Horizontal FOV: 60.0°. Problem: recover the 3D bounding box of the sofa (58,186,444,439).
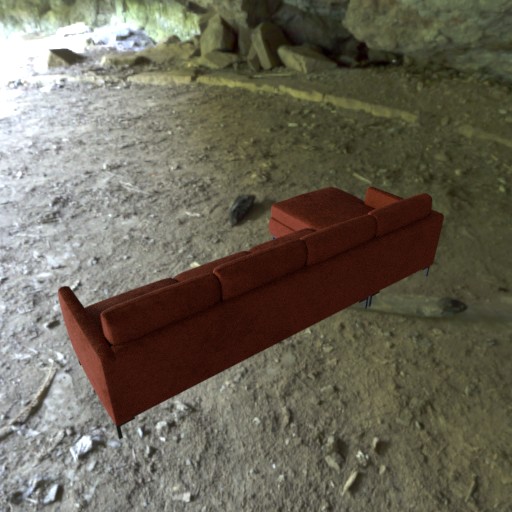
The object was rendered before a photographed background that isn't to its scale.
[{"bbox_3d":[0.000,0.000,2.925,2.467,0.663,1.136,-20,36,-31],"label":"sofa"}]
